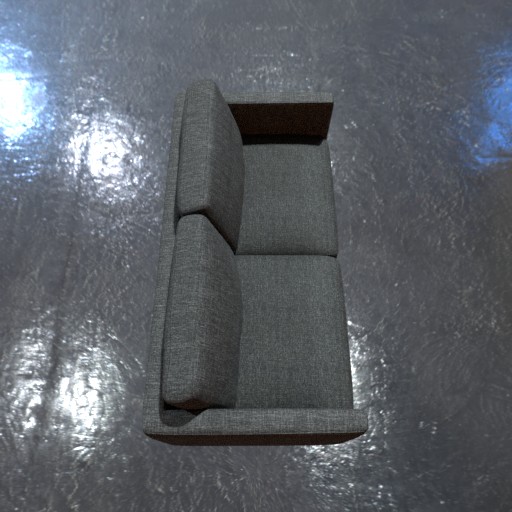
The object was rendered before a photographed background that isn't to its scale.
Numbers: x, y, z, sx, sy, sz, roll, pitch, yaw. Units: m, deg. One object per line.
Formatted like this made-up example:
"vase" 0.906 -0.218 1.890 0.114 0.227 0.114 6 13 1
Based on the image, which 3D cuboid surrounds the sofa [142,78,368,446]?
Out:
"sofa" 0.000 0.000 2.421 0.950 0.963 1.884 0 64 0
